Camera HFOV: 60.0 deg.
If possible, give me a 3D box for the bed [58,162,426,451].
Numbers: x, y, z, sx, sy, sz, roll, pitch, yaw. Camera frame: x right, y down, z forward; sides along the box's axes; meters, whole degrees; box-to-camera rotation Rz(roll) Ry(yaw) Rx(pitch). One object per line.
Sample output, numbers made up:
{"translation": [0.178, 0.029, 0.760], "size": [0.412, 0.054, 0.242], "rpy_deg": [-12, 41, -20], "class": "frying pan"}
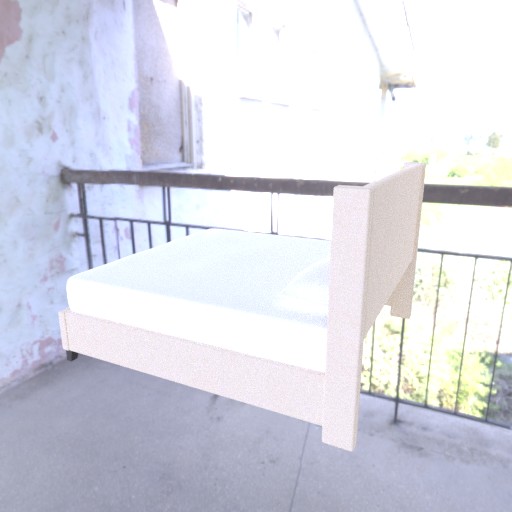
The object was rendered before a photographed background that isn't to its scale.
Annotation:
{"translation": [0.000, 0.000, 3.687], "size": [2.293, 1.471, 2.145], "rpy_deg": [8, 17, 26], "class": "bed"}
